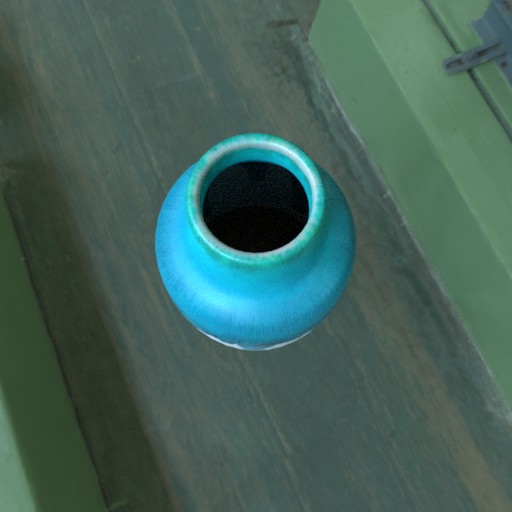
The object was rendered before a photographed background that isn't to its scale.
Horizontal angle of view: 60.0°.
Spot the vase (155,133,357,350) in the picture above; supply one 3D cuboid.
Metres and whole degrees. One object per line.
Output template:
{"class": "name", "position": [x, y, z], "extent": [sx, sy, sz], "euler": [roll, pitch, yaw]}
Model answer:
{"class": "vase", "position": [0.000, 0.000, 0.256], "extent": [0.106, 0.192, 0.106], "euler": [0, 77, 0]}
